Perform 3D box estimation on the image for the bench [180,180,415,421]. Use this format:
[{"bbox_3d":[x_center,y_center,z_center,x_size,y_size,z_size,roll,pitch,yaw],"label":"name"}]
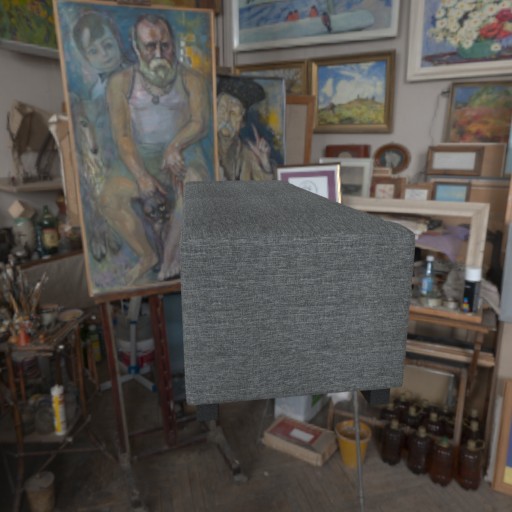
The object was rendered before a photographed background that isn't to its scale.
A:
[{"bbox_3d":[0.000,0.000,1.576,0.508,0.445,1.296,-2,14,-8],"label":"bench"}]
